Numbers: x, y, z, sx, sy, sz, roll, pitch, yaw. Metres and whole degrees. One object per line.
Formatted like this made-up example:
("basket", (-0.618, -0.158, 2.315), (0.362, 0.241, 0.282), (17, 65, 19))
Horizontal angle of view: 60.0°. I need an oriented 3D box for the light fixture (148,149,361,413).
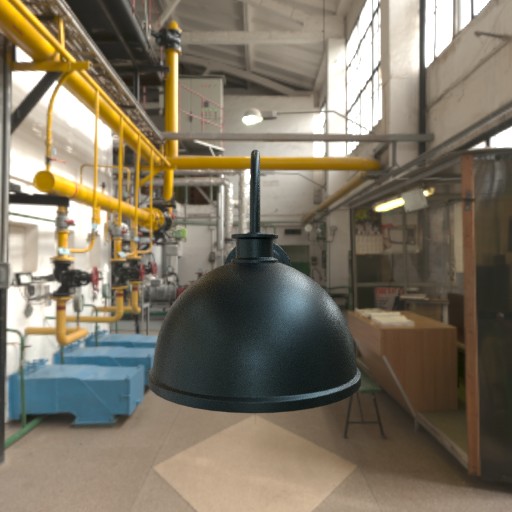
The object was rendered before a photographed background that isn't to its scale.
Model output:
("light fixture", (0.000, 0.000, 0.647), (0.253, 0.295, 0.467), (0, 0, 1))
